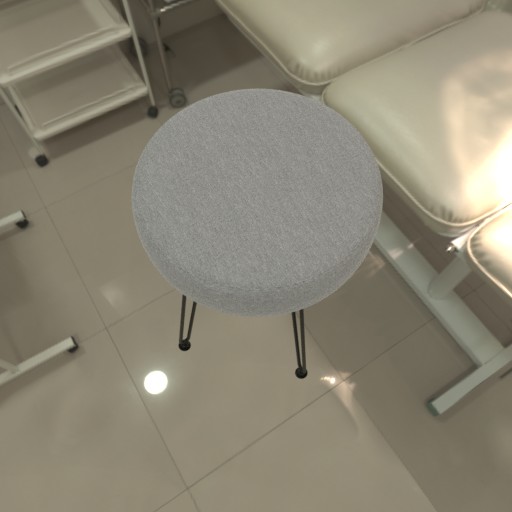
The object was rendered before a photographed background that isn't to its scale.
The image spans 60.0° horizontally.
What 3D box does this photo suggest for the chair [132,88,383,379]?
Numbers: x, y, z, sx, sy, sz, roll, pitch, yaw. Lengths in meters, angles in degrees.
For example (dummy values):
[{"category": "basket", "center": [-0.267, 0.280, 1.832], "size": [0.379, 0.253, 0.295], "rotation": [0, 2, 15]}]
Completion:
[{"category": "chair", "center": [0.000, 0.000, 0.703], "size": [0.350, 0.440, 0.350], "rotation": [-30, 68, -14]}]
